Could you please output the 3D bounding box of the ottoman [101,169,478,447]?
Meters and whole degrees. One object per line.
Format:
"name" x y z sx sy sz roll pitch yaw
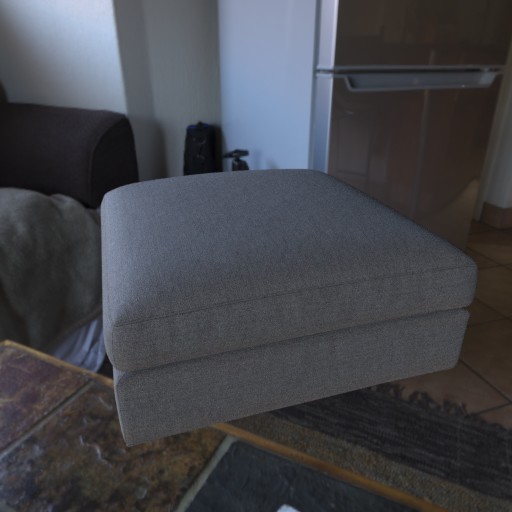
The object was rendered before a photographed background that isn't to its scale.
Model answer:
"ottoman" 0.000 0.000 1.594 1.041 0.470 1.041 -8 27 -16
